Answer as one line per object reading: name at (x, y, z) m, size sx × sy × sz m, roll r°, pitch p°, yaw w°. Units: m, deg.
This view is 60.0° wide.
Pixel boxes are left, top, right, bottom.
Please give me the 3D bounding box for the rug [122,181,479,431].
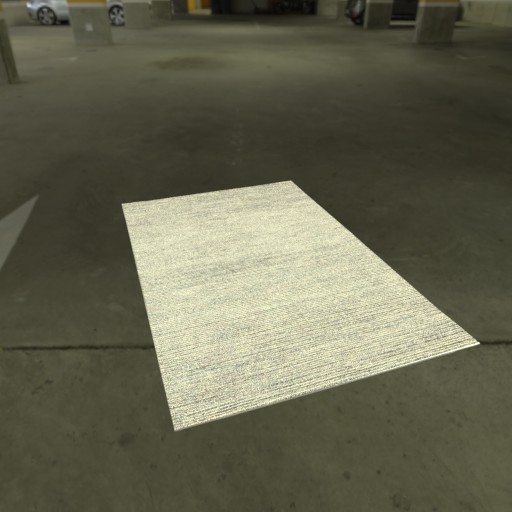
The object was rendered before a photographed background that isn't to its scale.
rug at (0.000, 0.000, 2.222) m, size 1.159 × 0.021 × 1.789 m, roll -10°, pitch 32°, yaw -17°
